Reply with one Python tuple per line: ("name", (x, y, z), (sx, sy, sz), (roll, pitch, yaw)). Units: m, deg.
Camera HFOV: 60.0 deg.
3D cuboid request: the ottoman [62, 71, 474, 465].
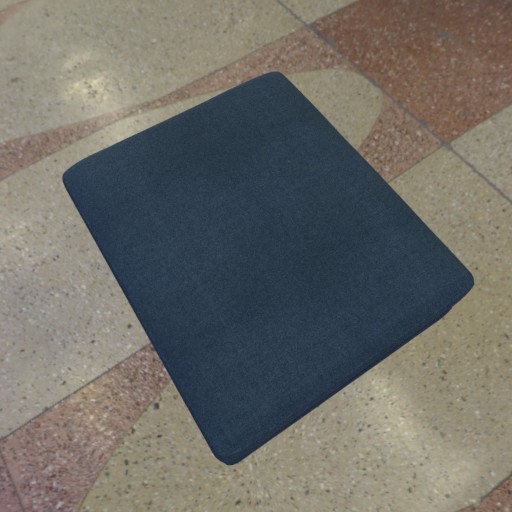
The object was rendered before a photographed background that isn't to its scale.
("ottoman", (0.000, 0.000, 1.221), (0.693, 0.474, 0.821), (-30, 68, -14))
